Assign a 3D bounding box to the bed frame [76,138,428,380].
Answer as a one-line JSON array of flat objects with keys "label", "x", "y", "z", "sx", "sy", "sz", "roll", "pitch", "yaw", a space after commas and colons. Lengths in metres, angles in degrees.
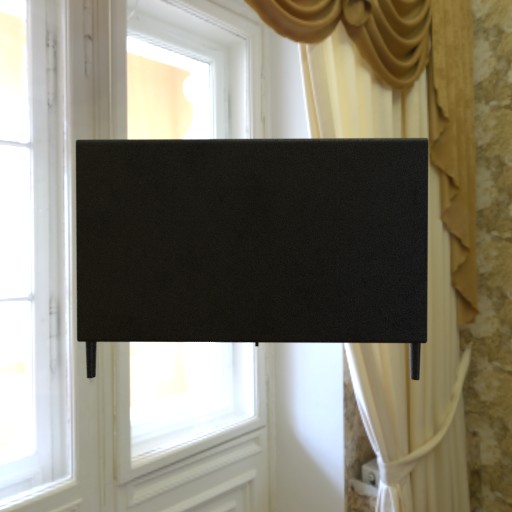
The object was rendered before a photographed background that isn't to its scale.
[{"label": "bed frame", "x": 0.000, "y": 0.000, "z": 3.207, "sx": 1.634, "sy": 1.127, "sz": 2.318, "roll": 0, "pitch": 1, "yaw": 1}]
